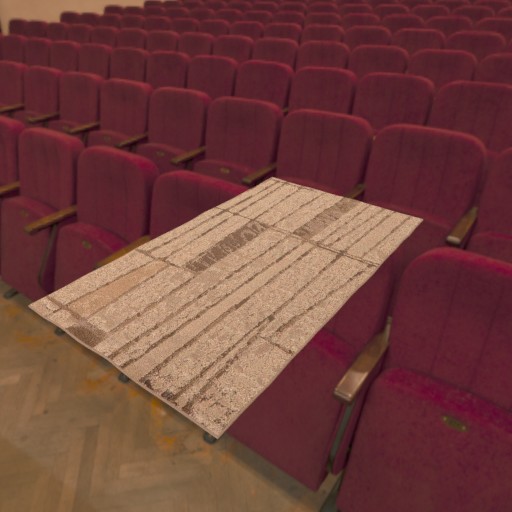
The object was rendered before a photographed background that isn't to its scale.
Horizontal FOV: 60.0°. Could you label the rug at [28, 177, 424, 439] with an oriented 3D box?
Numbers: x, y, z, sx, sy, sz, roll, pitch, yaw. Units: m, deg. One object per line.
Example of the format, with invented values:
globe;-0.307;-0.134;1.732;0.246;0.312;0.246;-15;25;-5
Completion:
rug;0.000;0.000;1.066;0.515;0.007;0.867;22;38;31
